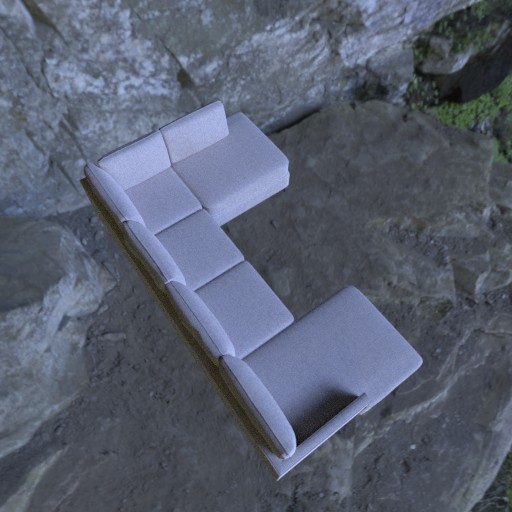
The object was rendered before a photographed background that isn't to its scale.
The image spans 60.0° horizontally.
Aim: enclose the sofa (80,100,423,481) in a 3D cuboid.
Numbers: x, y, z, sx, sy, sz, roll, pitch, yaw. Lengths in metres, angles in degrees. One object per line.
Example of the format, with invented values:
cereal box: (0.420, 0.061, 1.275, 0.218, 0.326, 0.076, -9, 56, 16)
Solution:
sofa: (0.000, 0.000, 4.325, 2.021, 0.996, 3.423, -32, 65, -17)
